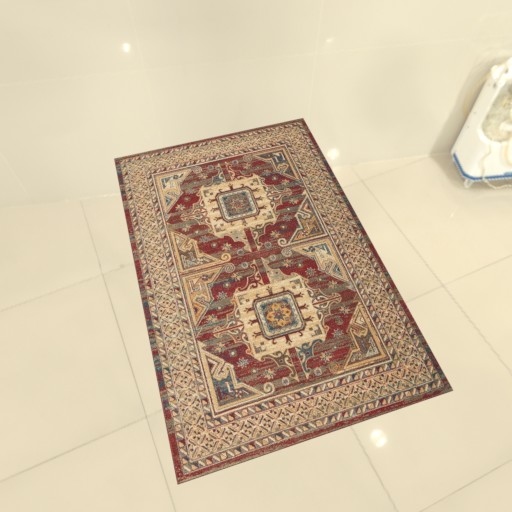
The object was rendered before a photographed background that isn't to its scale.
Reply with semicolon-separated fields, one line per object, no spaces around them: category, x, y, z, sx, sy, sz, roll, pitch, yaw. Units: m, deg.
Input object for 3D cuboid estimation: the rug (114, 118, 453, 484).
rug;0.000;0.000;5.727;3.033;0.033;4.578;-15;58;-9
